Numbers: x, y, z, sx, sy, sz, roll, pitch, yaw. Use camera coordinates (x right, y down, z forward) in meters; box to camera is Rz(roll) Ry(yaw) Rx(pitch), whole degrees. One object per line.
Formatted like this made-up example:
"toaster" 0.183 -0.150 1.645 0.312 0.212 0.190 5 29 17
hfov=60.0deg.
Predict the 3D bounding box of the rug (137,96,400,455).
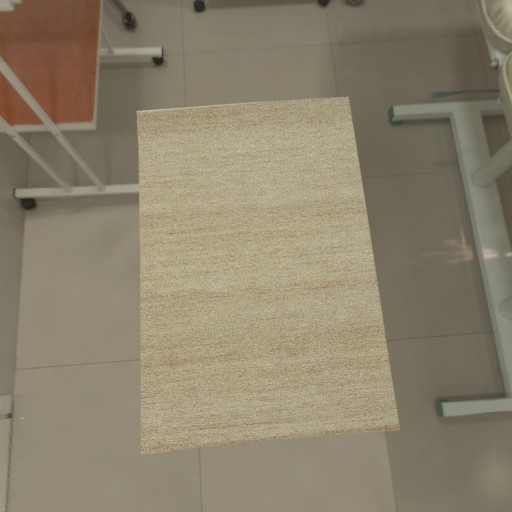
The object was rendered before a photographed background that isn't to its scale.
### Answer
"rug" 0.000 0.000 2.968 1.574 0.029 2.346 -4 75 -1
